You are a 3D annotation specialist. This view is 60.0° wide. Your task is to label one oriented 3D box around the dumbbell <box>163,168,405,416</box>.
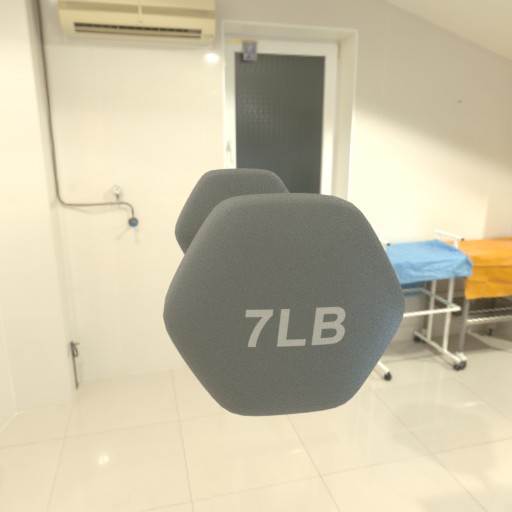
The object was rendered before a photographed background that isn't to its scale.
[{"bbox_3d":[0.000,0.000,0.232,0.090,0.081,0.184,-2,15,-8],"label":"dumbbell"}]
